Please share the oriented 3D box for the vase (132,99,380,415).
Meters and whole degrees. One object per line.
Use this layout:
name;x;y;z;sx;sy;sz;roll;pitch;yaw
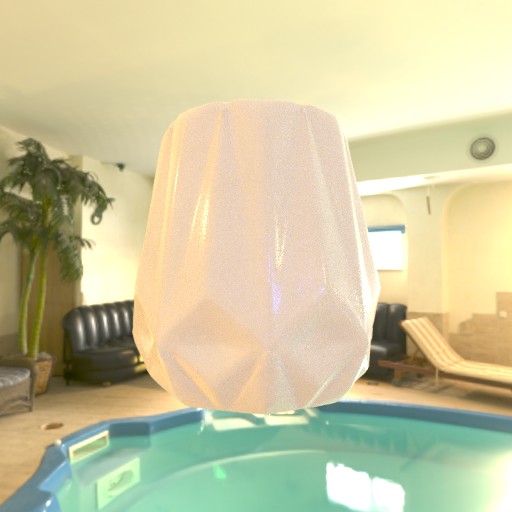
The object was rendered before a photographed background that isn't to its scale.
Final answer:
vase;0.000;0.000;0.262;0.141;0.152;0.141;0;-1;0
